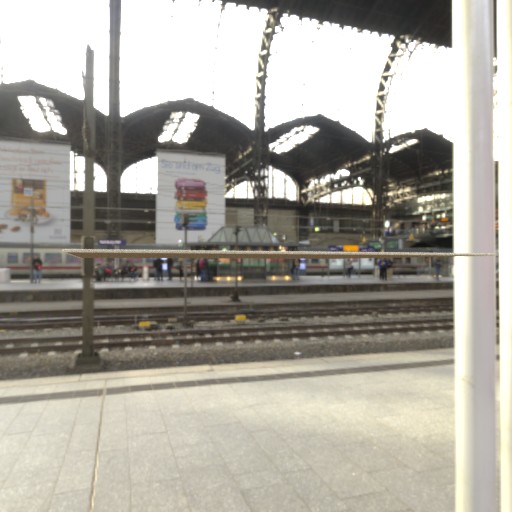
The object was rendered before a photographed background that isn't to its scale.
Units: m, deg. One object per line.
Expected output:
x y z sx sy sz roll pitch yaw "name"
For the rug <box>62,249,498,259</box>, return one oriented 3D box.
0.000 0.000 3.999 3.050 0.017 2.441 0 -1 -20 "rug"
